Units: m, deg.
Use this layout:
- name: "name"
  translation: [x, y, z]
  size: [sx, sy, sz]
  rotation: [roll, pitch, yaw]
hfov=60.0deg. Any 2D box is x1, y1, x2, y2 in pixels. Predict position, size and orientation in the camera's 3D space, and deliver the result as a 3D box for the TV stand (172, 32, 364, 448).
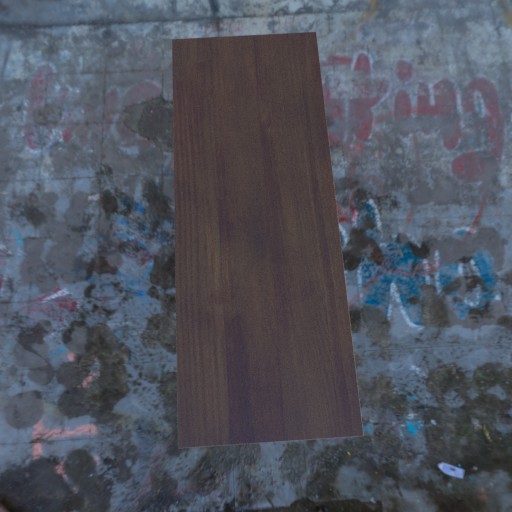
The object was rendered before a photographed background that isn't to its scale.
- name: "TV stand"
  translation: [0.000, 0.000, 1.499]
  size: [0.406, 0.813, 1.067]
  rotation: [-3, 75, -1]
